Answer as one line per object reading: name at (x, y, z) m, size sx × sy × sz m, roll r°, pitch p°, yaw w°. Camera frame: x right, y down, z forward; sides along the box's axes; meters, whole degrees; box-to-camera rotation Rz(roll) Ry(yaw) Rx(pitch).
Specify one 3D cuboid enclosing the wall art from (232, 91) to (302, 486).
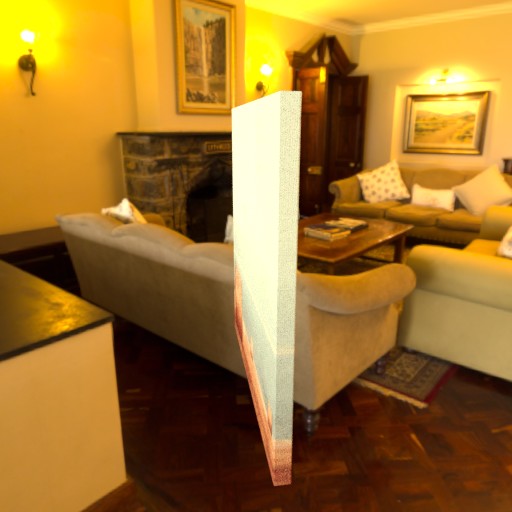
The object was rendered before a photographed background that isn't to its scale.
wall art at (0.000, 0.000, 0.926) m, size 0.034 × 0.605 × 0.605 m, roll -2°, pitch 17°, yaw -8°
